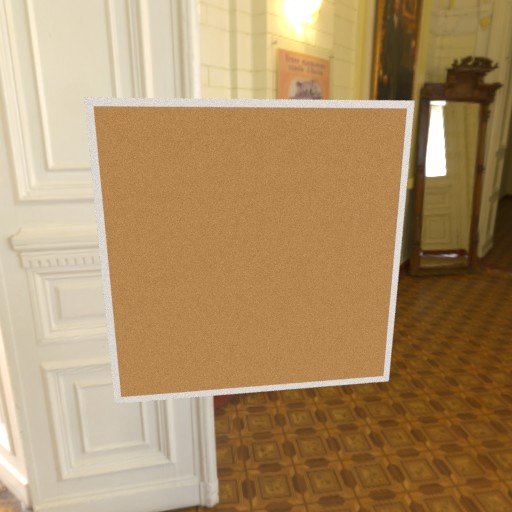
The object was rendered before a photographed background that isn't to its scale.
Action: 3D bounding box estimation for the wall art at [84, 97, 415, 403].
[{"bbox_3d":[0.000,0.000,0.765,0.509,0.509,0.040,-2,16,-8],"label":"wall art"}]
